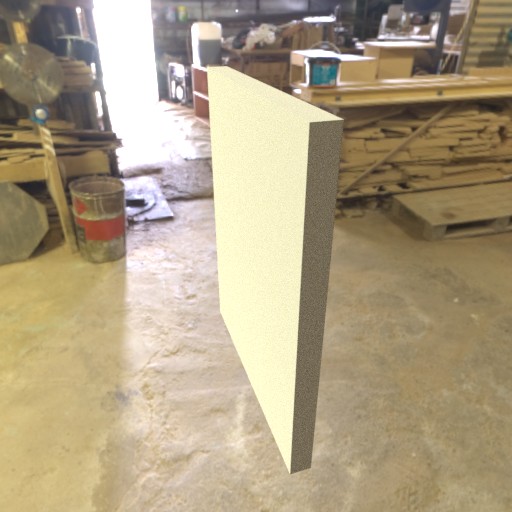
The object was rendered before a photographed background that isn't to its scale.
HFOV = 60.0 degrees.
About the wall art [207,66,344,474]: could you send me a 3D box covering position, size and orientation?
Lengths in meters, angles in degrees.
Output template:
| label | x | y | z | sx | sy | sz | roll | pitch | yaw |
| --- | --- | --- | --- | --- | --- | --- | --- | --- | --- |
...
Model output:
| label | x | y | z | sx | sy | sz | roll | pitch | yaw |
| --- | --- | --- | --- | --- | --- | --- | --- | --- | --- |
| wall art | 0.000 | 0.000 | 0.762 | 0.039 | 0.553 | 0.451 | -9 | 31 | -16 |
